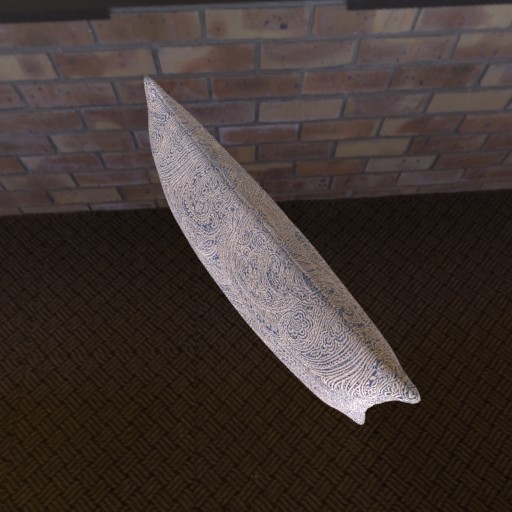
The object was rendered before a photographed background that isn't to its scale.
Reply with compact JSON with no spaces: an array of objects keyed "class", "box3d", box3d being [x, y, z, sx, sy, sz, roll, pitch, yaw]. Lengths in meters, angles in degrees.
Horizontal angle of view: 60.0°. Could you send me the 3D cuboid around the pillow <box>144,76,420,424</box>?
[{"class":"pillow","box3d":[0.000,0.000,0.727,0.151,0.295,0.615,-33,68,-15]}]
